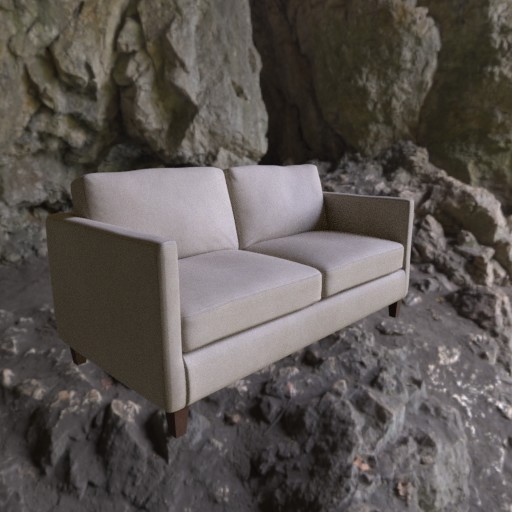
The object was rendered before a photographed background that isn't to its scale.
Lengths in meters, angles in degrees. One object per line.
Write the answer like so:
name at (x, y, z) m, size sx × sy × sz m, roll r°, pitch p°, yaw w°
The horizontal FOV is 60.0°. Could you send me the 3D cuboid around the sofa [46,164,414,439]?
sofa at (0.000, 0.000, 2.393) m, size 0.950 × 0.940 × 1.846 m, roll 13°, pitch 18°, yaw 43°
